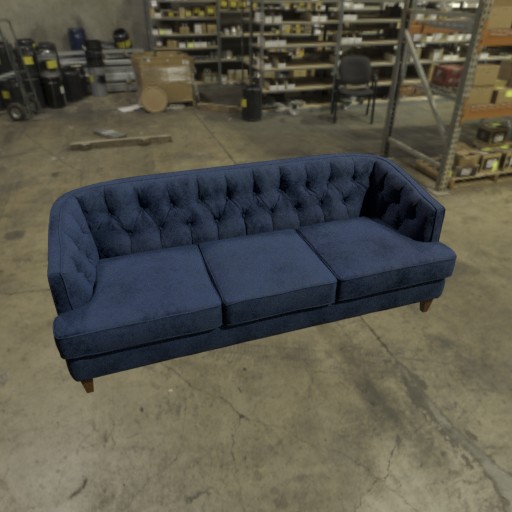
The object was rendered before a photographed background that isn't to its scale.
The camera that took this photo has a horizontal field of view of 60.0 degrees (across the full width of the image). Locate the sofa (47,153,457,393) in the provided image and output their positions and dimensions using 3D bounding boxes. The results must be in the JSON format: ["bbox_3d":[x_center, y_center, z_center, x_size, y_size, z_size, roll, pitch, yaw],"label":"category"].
[{"bbox_3d":[0.000,0.000,2.712,2.278,0.855,0.941,-10,33,-16],"label":"sofa"}]
